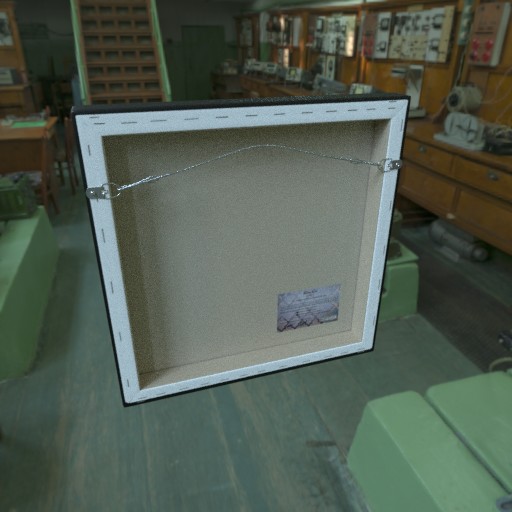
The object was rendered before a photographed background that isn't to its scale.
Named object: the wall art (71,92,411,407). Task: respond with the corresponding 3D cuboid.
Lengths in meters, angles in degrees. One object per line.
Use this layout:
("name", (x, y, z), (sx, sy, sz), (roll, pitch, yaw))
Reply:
("wall art", (0.000, 0.000, 0.608), (0.406, 0.407, 0.041), (-8, 28, -16))
